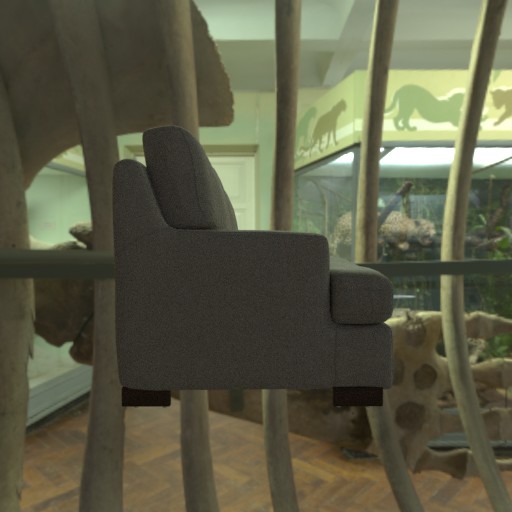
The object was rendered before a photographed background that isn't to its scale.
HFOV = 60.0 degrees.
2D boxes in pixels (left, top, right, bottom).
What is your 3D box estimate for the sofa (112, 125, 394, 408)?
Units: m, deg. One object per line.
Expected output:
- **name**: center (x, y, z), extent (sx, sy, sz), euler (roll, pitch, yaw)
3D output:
- **sofa**: center (0.000, 0.000, 2.368), extent (0.962, 0.980, 1.855), euler (0, 1, 0)
